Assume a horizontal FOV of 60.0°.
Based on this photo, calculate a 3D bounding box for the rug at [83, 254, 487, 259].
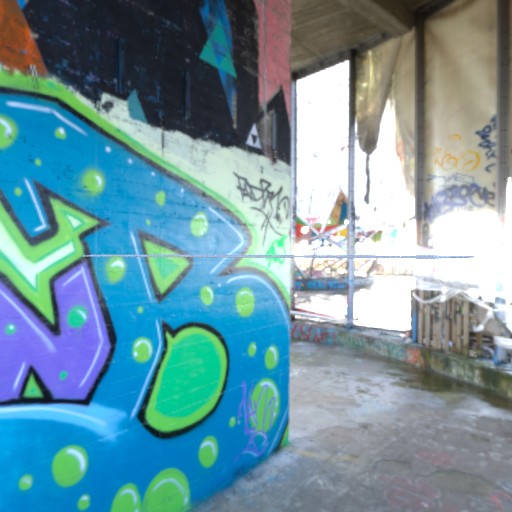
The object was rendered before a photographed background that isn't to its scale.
[{"bbox_3d":[0.000,0.000,2.738,2.480,0.013,0.786,0,0,35],"label":"rug"}]
